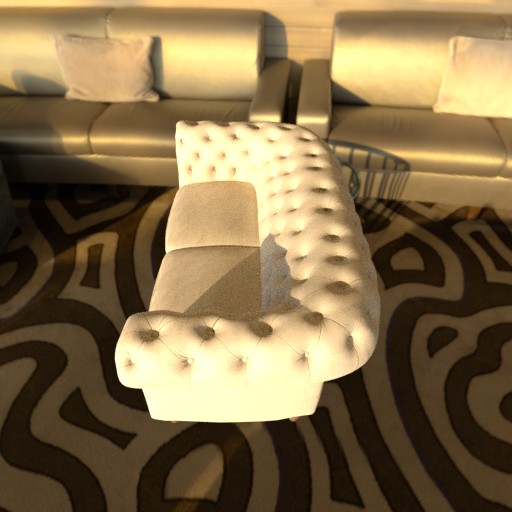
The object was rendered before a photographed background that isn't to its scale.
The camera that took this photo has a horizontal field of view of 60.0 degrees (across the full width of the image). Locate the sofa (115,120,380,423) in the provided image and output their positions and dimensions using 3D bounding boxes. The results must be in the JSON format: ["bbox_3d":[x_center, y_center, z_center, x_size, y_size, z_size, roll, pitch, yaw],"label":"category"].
[{"bbox_3d":[0.000,0.000,2.497,1.069,0.835,1.988,-1,41,-1],"label":"sofa"}]
